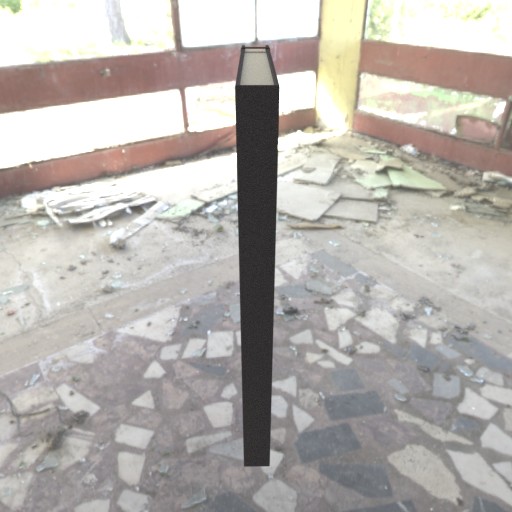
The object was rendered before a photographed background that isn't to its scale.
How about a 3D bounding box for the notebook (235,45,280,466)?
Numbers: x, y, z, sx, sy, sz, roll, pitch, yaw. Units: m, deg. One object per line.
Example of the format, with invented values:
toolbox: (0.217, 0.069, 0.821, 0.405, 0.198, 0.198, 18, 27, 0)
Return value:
notebook: (0.000, 0.000, 0.259, 0.016, 0.213, 0.127, 0, 31, 0)
